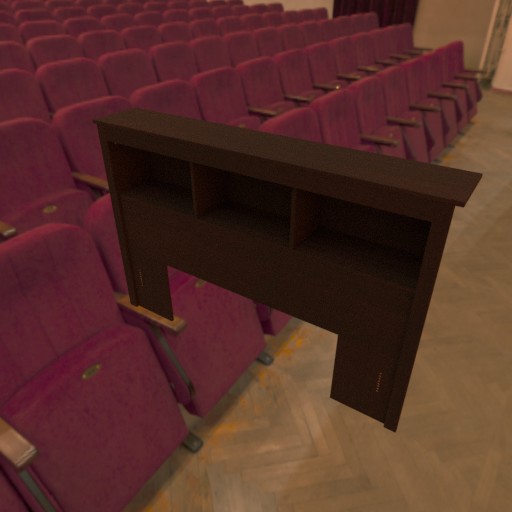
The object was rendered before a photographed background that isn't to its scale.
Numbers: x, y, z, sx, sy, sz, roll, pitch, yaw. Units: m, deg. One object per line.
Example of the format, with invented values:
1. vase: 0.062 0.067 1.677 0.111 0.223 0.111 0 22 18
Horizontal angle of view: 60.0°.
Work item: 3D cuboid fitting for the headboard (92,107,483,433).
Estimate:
1. headboard: 0.000 0.000 2.093 1.671 1.092 0.279 19 37 28
